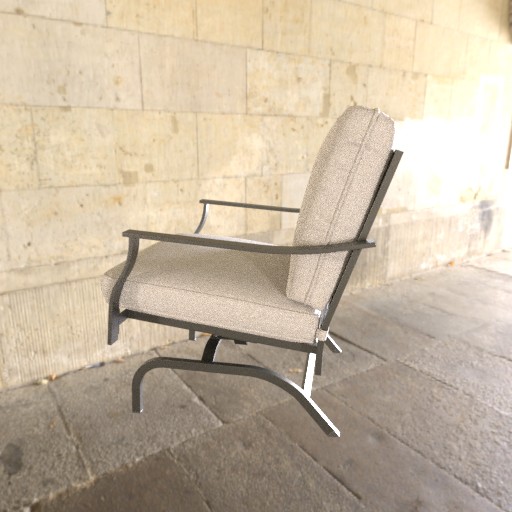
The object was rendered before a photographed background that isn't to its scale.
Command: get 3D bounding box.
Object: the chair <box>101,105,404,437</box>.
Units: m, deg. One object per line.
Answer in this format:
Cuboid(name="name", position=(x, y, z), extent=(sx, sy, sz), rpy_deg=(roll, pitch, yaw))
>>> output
Cuboid(name="chair", position=(0.000, 0.000, 1.392), extent=(0.787, 0.860, 0.650), rpy_deg=(3, 15, 11))
